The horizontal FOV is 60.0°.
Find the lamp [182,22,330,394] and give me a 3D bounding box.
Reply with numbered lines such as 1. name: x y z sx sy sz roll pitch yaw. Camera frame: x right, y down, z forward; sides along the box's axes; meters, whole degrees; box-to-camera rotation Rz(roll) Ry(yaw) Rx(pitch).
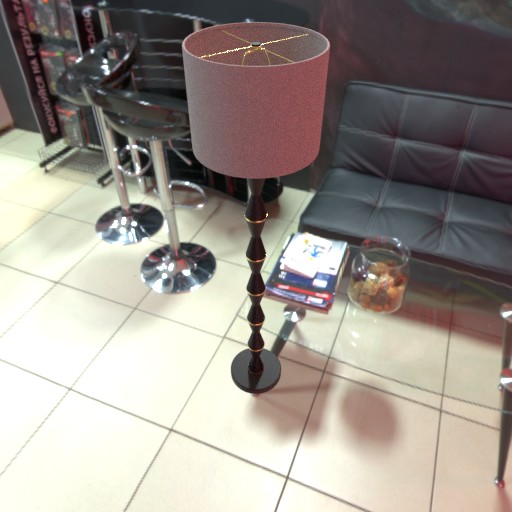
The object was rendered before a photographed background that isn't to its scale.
1. lamp: 0.000 0.000 1.636 0.381 1.480 0.381 -25 47 -25
